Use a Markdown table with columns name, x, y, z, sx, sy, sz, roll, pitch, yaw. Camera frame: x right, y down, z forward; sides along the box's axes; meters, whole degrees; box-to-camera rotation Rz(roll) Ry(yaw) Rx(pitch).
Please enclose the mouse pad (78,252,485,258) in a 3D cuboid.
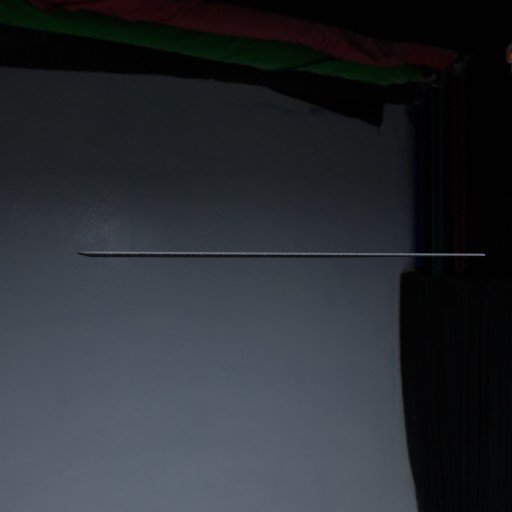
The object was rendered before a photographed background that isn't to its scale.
| name | x | y | z | sx | sy | sz | roll | pitch | yaw |
| --- | --- | --- | --- | --- | --- | --- | --- | --- | --- |
| mouse pad | 0.000 | 0.000 | 0.626 | 0.451 | 0.002 | 0.393 | 0 | -1 | -19 |
